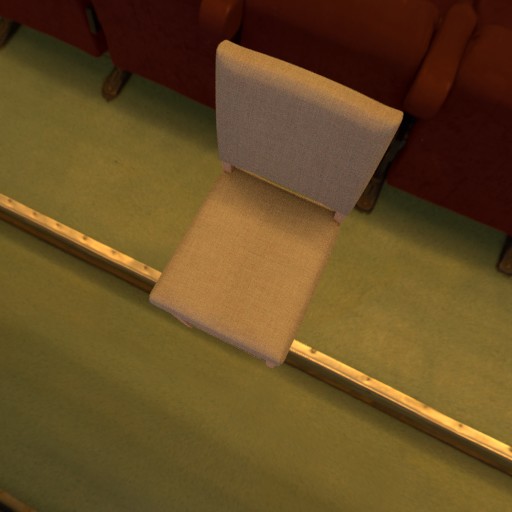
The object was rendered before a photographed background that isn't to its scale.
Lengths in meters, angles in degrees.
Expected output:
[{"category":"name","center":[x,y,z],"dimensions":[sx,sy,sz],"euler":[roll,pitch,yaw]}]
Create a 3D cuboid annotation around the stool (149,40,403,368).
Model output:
[{"category":"stool","center":[0.000,0.000,1.458],"dimensions":[0.445,1.173,0.585],"euler":[25,76,7]}]
